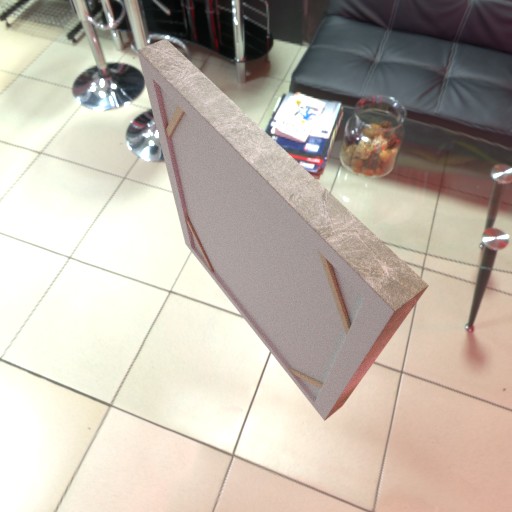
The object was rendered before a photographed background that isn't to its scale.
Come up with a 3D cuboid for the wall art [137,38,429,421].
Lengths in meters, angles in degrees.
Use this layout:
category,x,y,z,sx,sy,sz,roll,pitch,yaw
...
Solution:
category,x,y,z,sx,sy,sz,roll,pitch,yaw
wall art,0.000,0.000,0.601,0.038,0.407,0.405,-32,64,-18
